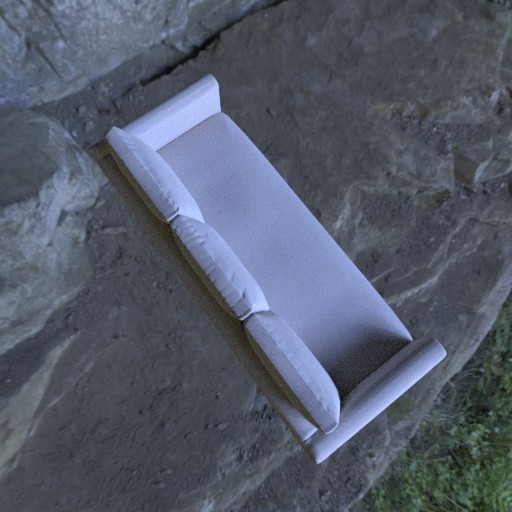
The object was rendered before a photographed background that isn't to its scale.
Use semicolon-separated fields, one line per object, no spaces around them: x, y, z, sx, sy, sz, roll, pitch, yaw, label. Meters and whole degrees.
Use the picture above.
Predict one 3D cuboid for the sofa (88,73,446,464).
0.000;0.000;2.700;0.902;0.911;2.198;-36;77;-9;sofa
